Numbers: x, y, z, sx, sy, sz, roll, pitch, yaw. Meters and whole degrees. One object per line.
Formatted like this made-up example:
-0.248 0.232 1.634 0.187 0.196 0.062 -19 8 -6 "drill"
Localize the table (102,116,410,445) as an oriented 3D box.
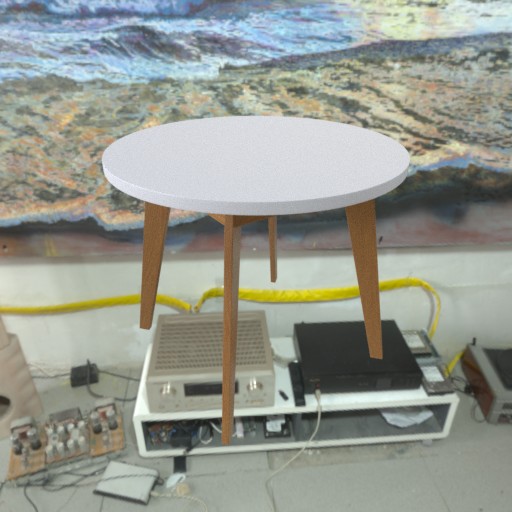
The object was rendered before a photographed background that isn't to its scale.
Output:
0.000 0.000 1.530 0.896 0.762 0.896 0 29 0 "table"
